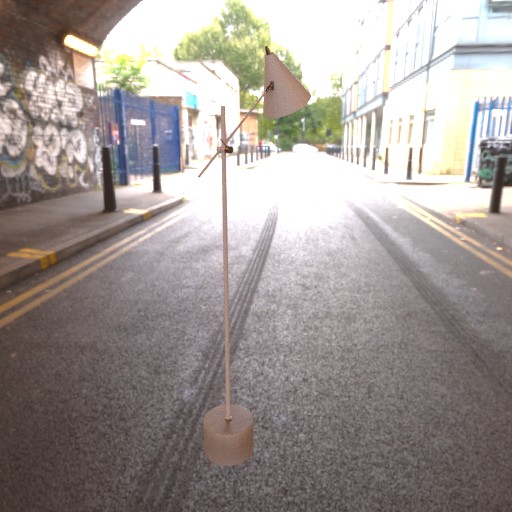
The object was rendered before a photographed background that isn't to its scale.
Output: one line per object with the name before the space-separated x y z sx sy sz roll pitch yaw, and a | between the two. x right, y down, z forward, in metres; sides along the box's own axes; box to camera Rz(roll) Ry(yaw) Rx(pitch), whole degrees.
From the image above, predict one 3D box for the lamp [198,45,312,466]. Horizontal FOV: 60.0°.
lamp | 0.000 0.000 1.613 0.508 1.430 0.223 -14 20 -43
